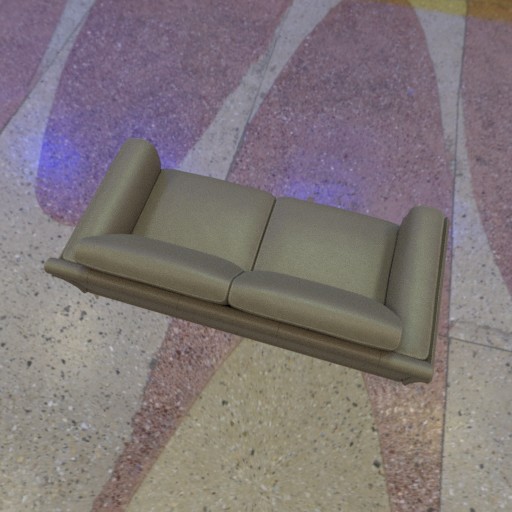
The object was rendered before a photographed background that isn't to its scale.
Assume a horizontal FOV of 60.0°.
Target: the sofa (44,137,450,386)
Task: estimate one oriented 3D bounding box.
[{"bbox_3d":[0.000,0.000,2.631,2.101,0.930,1.049,15,64,8],"label":"sofa"}]
